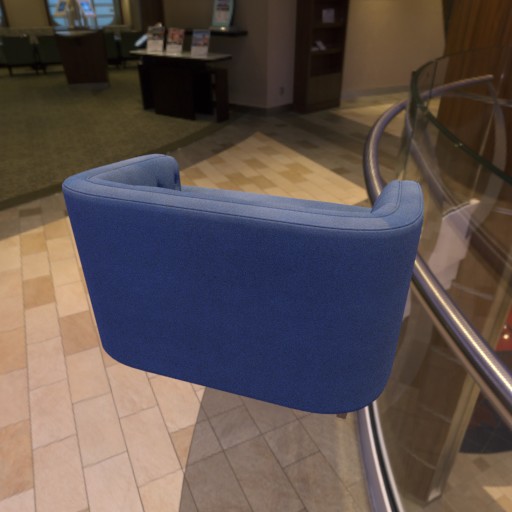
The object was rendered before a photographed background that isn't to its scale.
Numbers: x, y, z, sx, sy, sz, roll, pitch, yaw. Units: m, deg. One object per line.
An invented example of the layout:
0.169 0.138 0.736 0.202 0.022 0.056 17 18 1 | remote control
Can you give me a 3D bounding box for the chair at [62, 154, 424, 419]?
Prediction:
0.000 0.000 1.703 1.118 0.787 0.914 9 32 15 | chair
